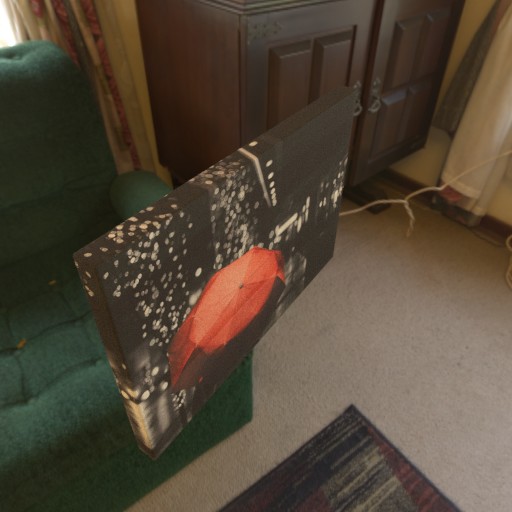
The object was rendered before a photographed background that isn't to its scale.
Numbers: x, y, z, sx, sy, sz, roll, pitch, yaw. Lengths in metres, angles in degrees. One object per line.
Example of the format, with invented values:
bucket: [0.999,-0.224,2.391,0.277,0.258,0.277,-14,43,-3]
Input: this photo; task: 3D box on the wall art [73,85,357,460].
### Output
wall art: [0.000,0.000,0.766,0.037,0.406,0.609,24,46,26]
